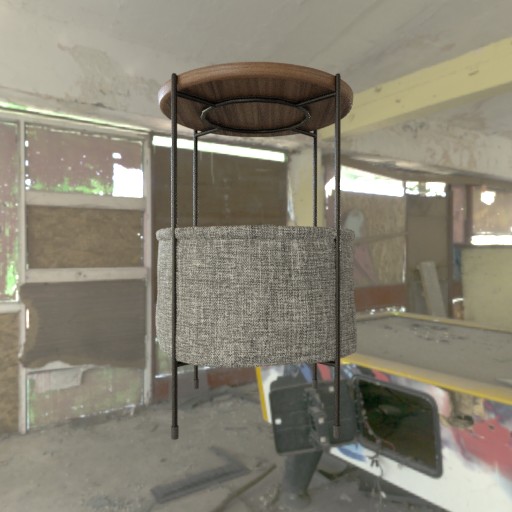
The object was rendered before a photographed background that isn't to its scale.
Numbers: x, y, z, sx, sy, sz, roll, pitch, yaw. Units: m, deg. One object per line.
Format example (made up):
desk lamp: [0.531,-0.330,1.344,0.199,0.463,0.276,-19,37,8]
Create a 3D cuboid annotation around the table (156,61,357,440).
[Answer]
table: [0.000,0.000,0.899,0.400,0.623,0.400,0,1,0]
